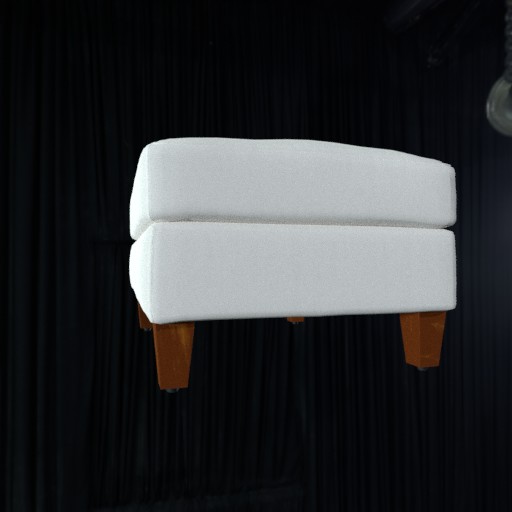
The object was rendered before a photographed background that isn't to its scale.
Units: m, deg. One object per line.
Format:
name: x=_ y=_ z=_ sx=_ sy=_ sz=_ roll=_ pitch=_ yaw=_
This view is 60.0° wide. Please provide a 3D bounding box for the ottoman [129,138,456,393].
ottoman: x=0.000 y=0.000 z=1.181 sx=0.634 sy=0.479 sz=0.818 roll=0 pitch=-1 yaw=-17
